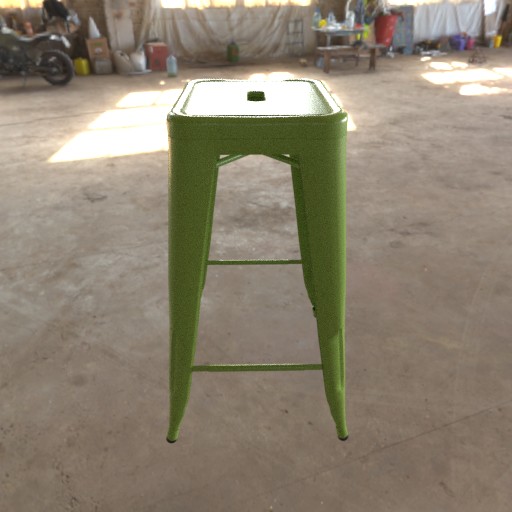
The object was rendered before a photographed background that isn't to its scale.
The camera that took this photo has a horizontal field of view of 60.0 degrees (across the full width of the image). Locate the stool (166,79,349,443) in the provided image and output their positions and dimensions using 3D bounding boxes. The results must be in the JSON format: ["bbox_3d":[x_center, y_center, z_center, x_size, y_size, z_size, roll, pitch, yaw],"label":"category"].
[{"bbox_3d":[0.000,0.000,0.870,0.358,0.609,0.398,0,32,-1],"label":"stool"}]
